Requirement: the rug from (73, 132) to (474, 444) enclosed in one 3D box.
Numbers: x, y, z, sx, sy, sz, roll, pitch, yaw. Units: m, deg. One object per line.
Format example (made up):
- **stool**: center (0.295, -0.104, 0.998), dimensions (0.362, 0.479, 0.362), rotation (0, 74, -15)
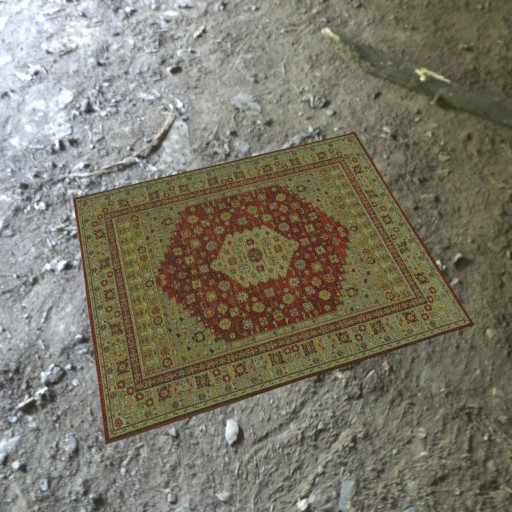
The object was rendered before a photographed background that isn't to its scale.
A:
- **rug**: center (0.000, 0.000, 4.038), dimensions (3.053, 0.013, 2.387), rotation (-15, 60, -9)
